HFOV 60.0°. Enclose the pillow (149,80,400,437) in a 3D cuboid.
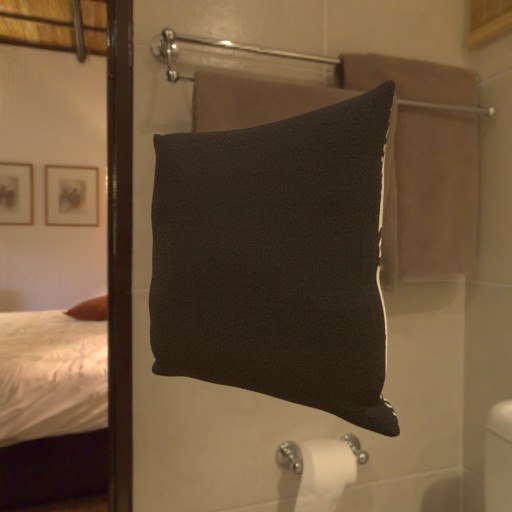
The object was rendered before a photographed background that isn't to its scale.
[{"bbox_3d":[0.000,0.000,0.670,0.440,0.441,0.182,1,2,35],"label":"pillow"}]
